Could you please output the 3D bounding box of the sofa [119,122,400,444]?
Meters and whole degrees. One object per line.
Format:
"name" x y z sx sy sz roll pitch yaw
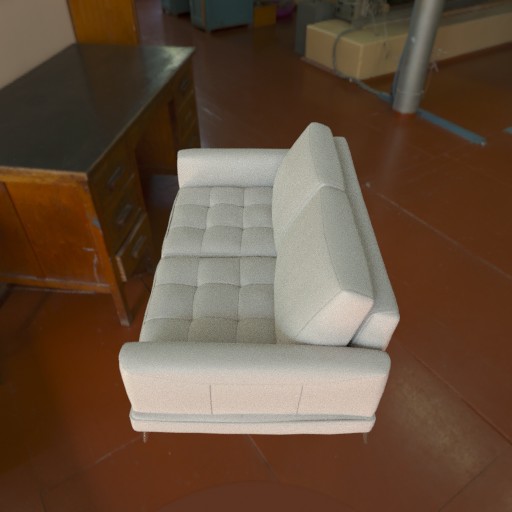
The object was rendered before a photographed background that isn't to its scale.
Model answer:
"sofa" 0.000 0.000 2.451 1.121 0.930 1.819 0 41 0
